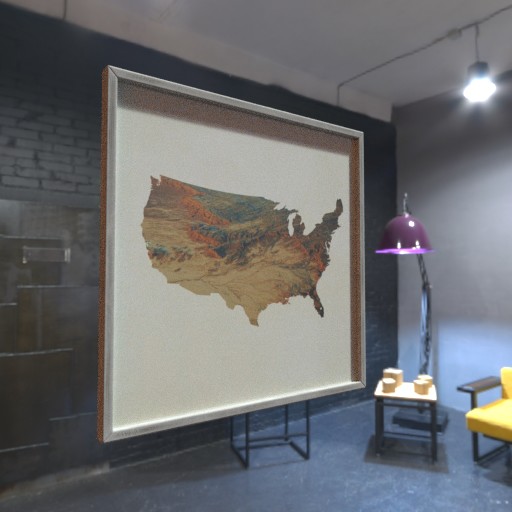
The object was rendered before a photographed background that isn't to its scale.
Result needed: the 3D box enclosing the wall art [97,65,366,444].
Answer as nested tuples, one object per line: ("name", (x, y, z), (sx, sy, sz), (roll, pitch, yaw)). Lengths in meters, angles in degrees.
("wall art", (0.000, 0.000, 0.445), (0.303, 0.303, 0.015), (2, -3, -35))
